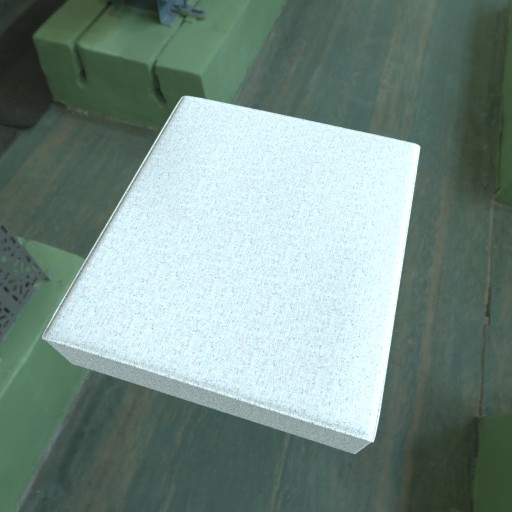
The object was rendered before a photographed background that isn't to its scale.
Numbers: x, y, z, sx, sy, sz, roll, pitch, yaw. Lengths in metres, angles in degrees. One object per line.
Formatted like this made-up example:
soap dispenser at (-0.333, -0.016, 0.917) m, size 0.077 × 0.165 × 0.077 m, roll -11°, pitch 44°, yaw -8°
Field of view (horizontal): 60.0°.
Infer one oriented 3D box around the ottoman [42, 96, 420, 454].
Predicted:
ottoman at (0.000, 0.000, 1.234) m, size 0.736 × 0.303 × 0.835 m, roll 15°, pitch 60°, yaw 9°
